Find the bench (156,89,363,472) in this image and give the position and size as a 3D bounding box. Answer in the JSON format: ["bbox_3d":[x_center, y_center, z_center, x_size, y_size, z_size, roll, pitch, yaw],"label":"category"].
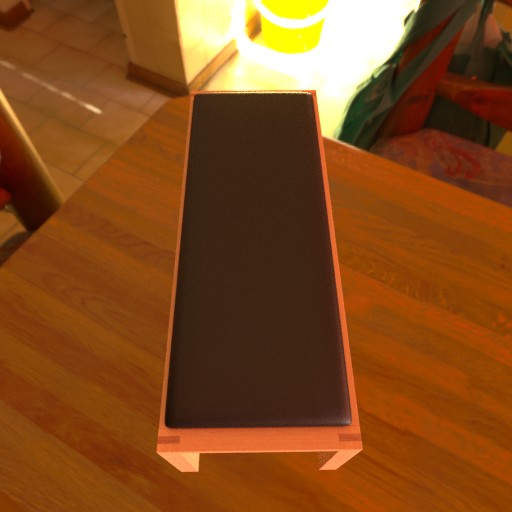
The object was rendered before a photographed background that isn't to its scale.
[{"bbox_3d":[0.000,0.000,1.422,0.450,0.430,1.202,-1,58,0],"label":"bench"}]
